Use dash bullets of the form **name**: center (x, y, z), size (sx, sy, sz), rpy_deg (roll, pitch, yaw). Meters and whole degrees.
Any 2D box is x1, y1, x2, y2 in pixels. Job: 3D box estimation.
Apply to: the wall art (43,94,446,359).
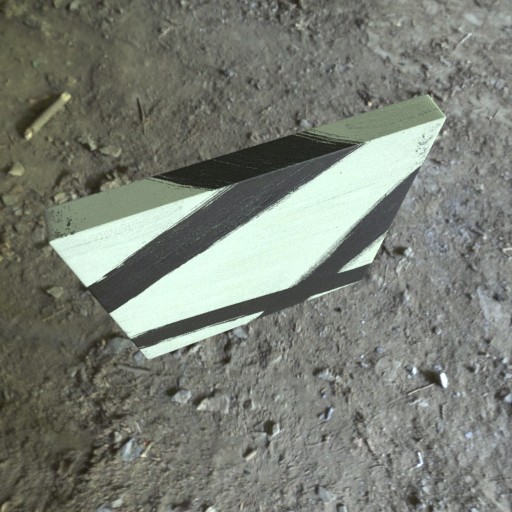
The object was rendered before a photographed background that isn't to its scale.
- **wall art**: center (0.000, 0.000, 0.760), size (0.507, 0.508, 0.050), rpy_deg (-19, 64, -10)
